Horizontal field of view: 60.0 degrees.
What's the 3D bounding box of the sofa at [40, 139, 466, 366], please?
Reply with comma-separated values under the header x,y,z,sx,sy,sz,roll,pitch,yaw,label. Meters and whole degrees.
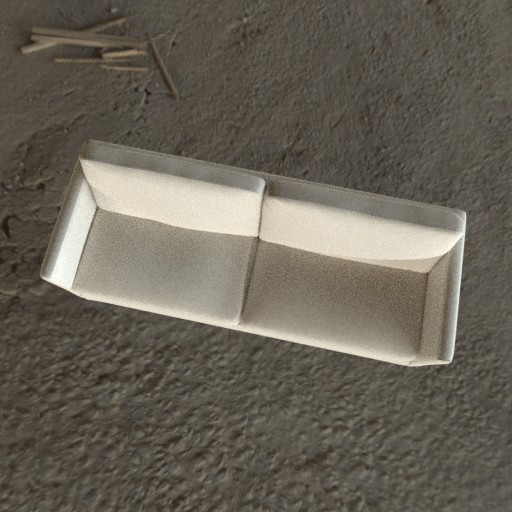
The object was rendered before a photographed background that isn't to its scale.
x,y,z,sx,sy,sz,roll,pitch,yaw,label
0.000,0.000,2.887,2.434,0.965,0.948,11,75,3,sofa
